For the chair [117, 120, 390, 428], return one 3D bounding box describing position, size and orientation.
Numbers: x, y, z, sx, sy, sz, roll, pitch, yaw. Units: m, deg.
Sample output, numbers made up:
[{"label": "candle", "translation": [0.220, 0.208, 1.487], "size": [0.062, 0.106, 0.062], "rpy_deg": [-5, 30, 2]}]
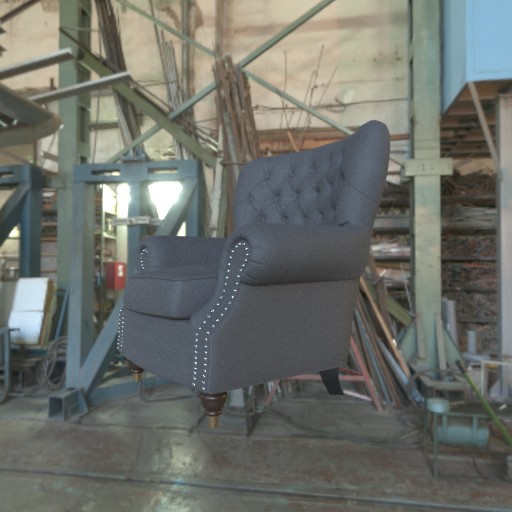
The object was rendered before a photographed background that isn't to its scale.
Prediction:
[{"label": "chair", "translation": [0.000, 0.000, 1.824], "size": [0.983, 1.046, 0.983], "rpy_deg": [1, -1, -35]}]
